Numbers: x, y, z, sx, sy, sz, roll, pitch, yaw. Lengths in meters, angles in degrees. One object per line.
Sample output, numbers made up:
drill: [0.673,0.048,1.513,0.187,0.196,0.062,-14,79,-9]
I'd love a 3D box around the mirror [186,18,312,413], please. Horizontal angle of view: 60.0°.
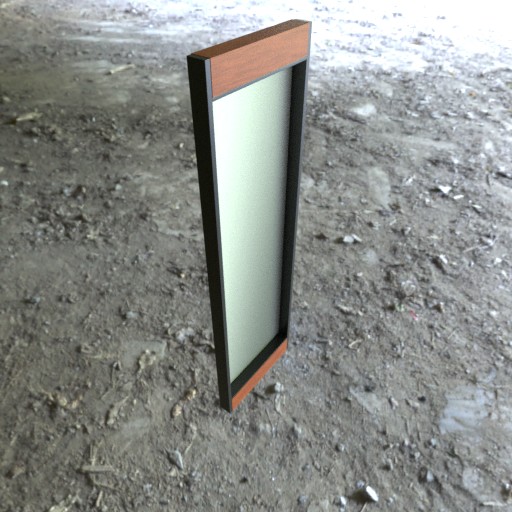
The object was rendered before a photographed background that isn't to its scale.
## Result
mirror: [0.000,0.000,1.227,0.047,1.123,0.343,26,47,28]
